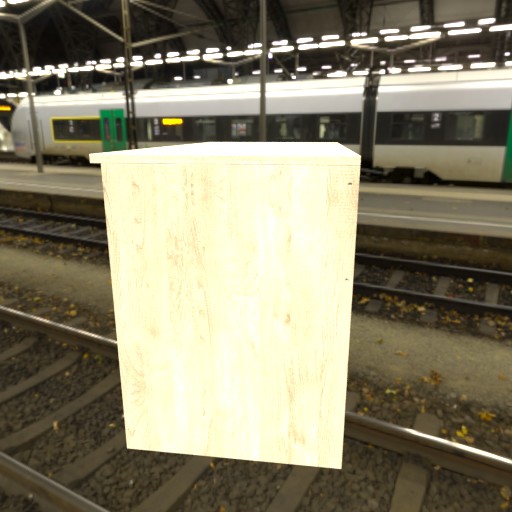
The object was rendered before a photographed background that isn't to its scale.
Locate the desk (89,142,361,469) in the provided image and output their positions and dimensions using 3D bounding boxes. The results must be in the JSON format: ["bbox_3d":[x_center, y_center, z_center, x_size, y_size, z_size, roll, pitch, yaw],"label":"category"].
[{"bbox_3d":[0.000,0.000,1.519,0.560,0.730,1.100,2,16,7],"label":"desk"}]
